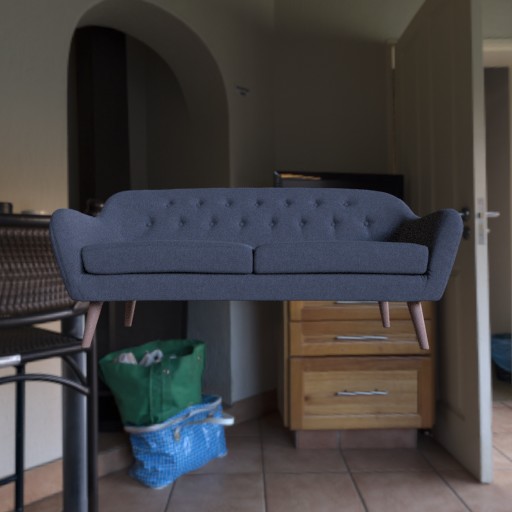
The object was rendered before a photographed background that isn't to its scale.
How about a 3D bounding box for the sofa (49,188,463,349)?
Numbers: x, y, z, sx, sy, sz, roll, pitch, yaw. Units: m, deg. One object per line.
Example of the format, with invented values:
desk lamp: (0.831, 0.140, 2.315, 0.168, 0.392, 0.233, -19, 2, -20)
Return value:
sofa: (0.000, 0.000, 2.298, 1.840, 0.820, 0.820, 0, 0, 1)
